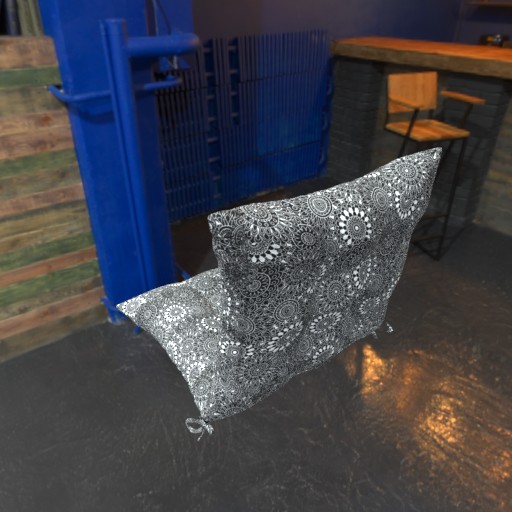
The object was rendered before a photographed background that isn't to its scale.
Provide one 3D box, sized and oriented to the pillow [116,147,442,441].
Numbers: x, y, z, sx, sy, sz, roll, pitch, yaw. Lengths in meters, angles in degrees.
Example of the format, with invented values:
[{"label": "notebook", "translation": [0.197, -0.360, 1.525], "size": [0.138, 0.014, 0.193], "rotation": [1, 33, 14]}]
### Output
[{"label": "pillow", "translation": [0.000, 0.000, 1.000], "size": [0.541, 0.536, 0.585], "rotation": [-20, 36, -30]}]
